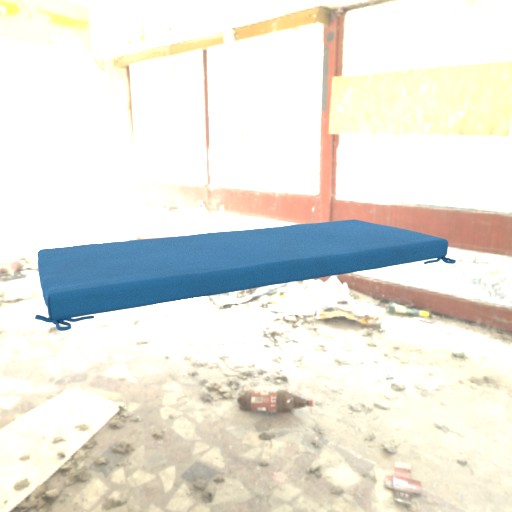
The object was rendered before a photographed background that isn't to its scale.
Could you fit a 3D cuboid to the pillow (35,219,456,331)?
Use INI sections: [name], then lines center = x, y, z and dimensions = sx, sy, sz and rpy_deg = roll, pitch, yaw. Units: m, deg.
[pillow]
center = 0.000, 0.000, 1.304
dimensions = 1.187, 0.081, 0.492
rpy_deg = -7, 16, -27
